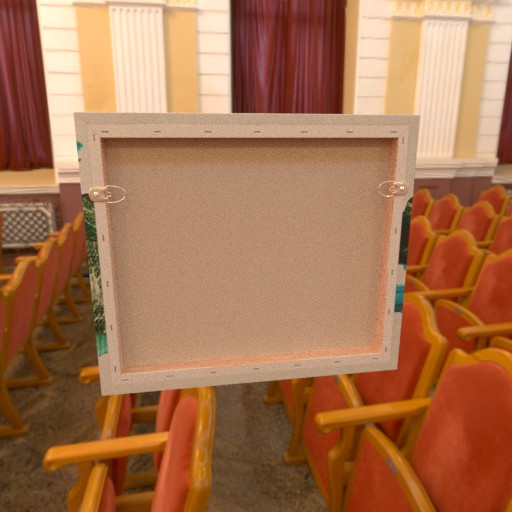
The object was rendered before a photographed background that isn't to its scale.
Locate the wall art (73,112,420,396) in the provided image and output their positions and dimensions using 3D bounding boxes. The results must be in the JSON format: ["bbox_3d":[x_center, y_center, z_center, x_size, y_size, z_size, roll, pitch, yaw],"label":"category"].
[{"bbox_3d":[0.000,0.000,0.712,0.507,0.435,0.041,-2,15,-9],"label":"wall art"}]
